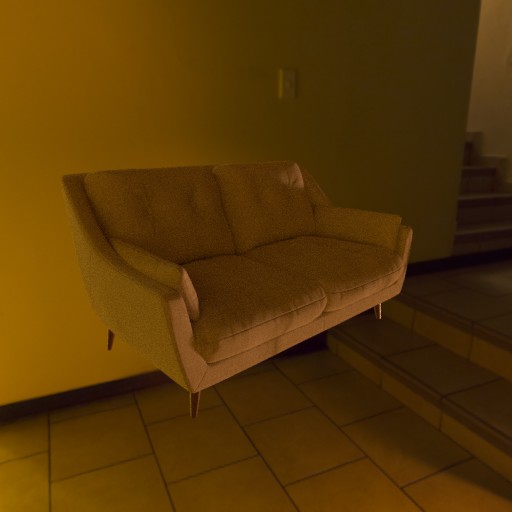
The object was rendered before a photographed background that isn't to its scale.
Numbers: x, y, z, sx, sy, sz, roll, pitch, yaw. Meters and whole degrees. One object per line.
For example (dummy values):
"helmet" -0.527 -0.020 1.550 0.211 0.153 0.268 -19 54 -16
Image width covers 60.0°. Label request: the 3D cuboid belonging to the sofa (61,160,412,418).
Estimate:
"sofa" 0.000 0.000 2.256 1.652 0.888 0.965 -14 21 -43
